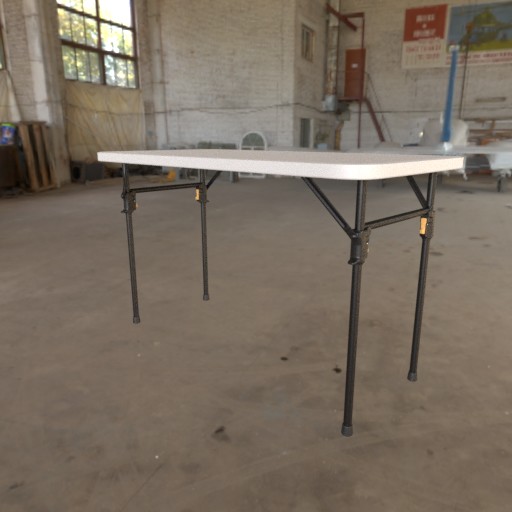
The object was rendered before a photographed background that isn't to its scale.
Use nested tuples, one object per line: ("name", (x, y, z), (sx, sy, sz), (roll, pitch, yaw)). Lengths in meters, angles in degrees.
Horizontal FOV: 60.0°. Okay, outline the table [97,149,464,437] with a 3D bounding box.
("table", (0.000, 0.000, 1.621), (1.219, 0.729, 0.610), (14, 21, 42))
